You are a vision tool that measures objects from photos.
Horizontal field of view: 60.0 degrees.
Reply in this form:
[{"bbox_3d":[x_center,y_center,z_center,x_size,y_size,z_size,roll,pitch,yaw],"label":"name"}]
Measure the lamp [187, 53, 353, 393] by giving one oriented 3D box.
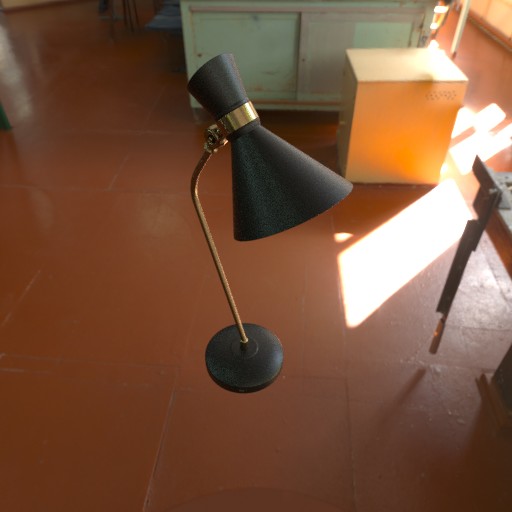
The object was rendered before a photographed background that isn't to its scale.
[{"bbox_3d":[0.000,0.000,0.767,0.292,0.647,0.189,28,48,28],"label":"lamp"}]
